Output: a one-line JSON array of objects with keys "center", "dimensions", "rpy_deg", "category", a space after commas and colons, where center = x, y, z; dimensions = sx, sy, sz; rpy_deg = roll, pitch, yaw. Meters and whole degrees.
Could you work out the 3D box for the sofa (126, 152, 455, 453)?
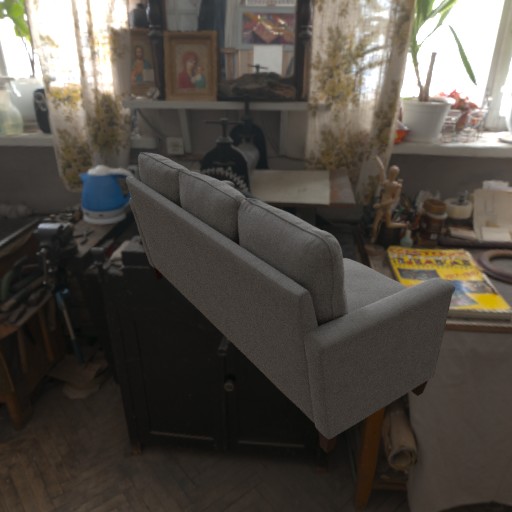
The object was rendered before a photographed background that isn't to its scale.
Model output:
[{"center": [0.000, 0.000, 2.481], "dimensions": [0.828, 0.959, 1.925], "rpy_deg": [-16, 30, -30], "category": "sofa"}]
